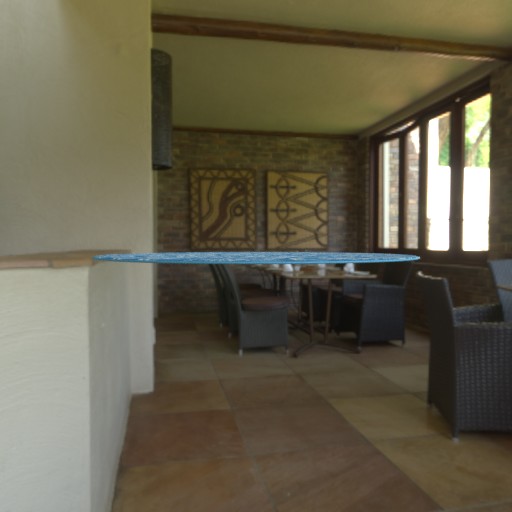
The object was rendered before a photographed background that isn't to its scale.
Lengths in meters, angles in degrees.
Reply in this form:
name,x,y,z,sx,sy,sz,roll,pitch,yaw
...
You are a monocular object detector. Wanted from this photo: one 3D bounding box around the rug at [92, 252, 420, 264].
name,x,y,z,sx,sy,sz,roll,pitch,yaw
rug,0.000,0.000,2.295,1.593,0.012,1.593,0,2,0
